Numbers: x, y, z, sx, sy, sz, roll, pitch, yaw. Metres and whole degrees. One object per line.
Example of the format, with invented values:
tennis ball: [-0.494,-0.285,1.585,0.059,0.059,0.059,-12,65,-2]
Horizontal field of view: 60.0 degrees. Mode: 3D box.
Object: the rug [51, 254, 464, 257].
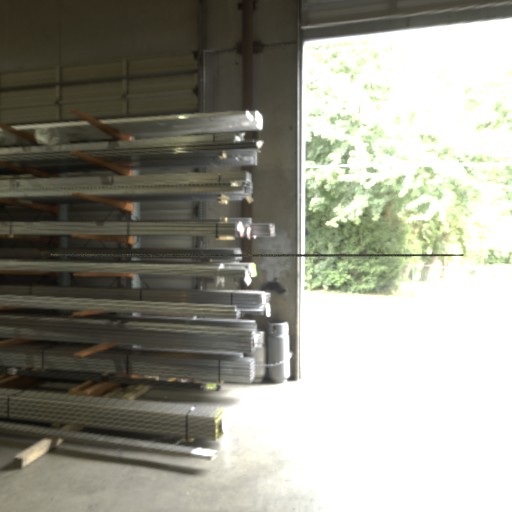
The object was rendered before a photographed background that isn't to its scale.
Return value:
rug: [0.000,0.000,4.123,2.441,0.013,3.056,0,0,0]
